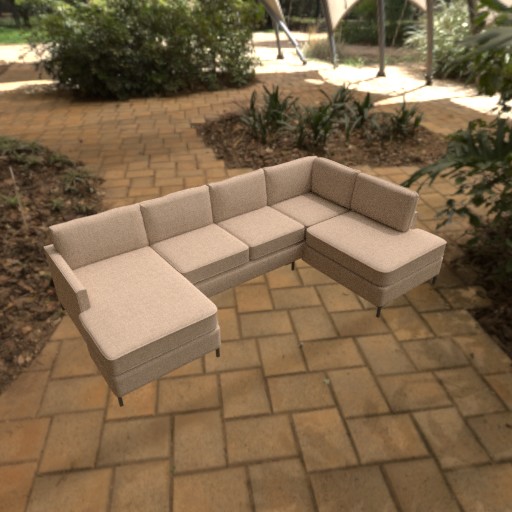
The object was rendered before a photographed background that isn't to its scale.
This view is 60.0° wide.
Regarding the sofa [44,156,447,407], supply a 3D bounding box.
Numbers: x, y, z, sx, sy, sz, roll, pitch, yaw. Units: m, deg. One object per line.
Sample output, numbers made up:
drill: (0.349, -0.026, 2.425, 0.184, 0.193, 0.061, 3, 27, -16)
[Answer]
sofa: (0.000, 0.000, 4.344, 3.423, 0.996, 2.021, -22, 37, -31)
